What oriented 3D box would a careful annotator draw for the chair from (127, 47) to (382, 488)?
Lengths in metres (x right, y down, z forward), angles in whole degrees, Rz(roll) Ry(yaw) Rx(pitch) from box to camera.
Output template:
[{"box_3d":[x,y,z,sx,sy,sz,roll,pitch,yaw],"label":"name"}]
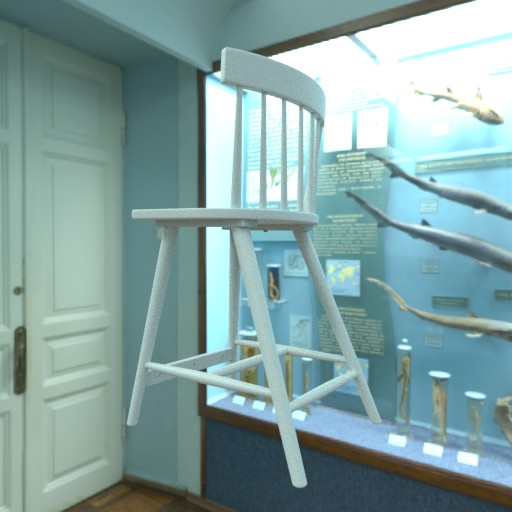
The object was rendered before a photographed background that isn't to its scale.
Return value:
[{"box_3d":[0.000,0.000,1.249,0.572,0.952,0.483,1,1,37],"label":"chair"}]
